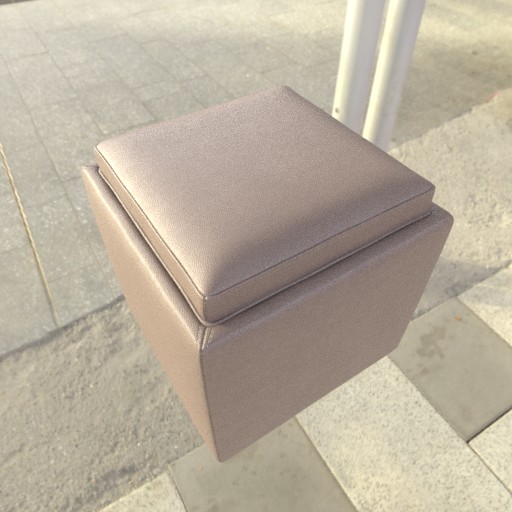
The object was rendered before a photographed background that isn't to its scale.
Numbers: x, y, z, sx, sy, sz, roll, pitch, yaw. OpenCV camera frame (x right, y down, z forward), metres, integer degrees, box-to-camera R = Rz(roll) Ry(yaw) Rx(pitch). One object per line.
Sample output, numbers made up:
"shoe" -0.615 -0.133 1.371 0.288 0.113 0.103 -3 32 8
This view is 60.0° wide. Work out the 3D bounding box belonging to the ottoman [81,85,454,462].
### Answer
"ottoman" 0.000 0.000 0.821 0.451 0.460 0.450 -25 52 -22
